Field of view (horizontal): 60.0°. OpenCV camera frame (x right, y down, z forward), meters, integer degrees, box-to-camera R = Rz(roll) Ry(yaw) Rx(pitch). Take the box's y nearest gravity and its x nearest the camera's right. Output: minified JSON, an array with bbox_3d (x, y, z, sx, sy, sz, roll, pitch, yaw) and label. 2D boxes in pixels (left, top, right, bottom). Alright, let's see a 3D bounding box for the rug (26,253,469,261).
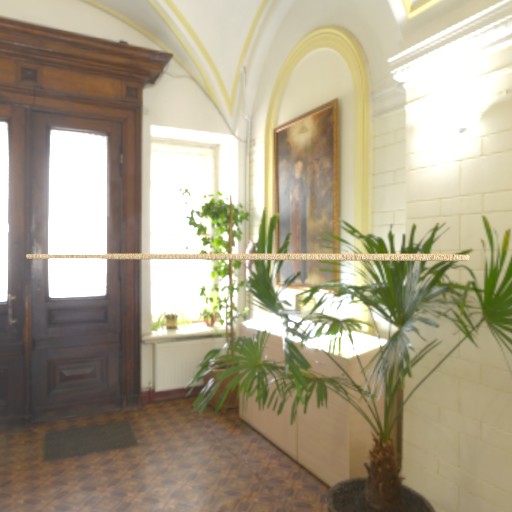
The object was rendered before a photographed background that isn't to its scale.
[{"bbox_3d":[0.000,0.000,2.912,2.349,0.026,1.500,0,0,17],"label":"rug"}]
